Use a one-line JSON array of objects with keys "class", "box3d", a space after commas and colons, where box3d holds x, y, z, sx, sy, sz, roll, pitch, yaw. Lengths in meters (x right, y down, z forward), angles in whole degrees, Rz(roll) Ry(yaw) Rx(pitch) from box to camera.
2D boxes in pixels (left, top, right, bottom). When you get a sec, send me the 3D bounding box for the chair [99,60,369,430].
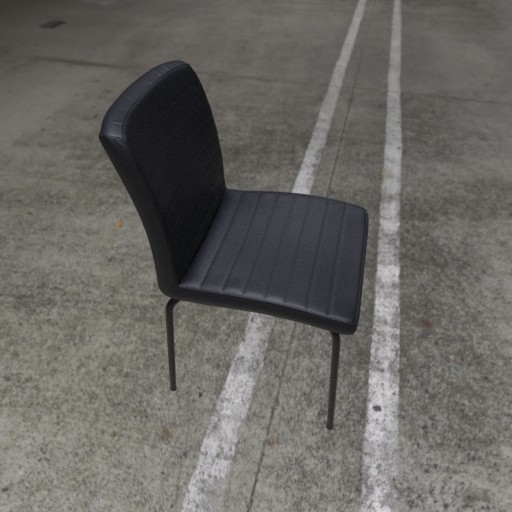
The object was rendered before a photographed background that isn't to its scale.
[{"class": "chair", "box3d": [0.000, 0.000, 1.191, 0.572, 0.872, 0.450, 10, 45, 10]}]
